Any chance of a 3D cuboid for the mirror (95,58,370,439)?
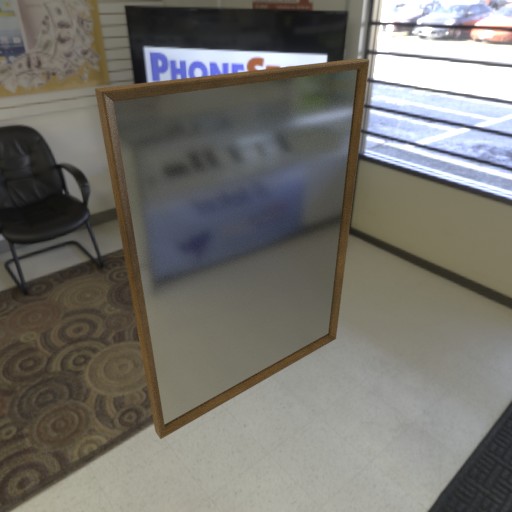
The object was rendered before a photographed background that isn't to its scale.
[{"bbox_3d":[0.000,0.000,1.308,0.762,1.016,0.041,-21,37,-31],"label":"mirror"}]
